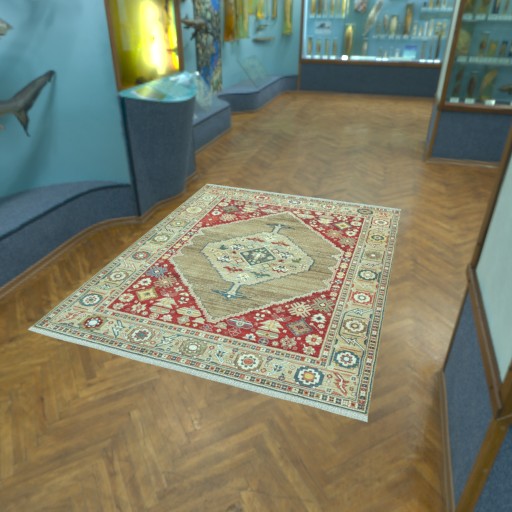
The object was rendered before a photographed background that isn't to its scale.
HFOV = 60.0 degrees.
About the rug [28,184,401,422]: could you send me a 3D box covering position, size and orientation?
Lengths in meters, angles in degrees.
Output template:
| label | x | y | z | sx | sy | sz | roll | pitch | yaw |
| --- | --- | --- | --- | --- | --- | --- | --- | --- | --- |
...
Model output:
| label | x | y | z | sx | sy | sz | roll | pitch | yaw |
| --- | --- | --- | --- | --- | --- | --- | --- | --- | --- |
| rug | 0.000 | 0.000 | 4.165 | 2.451 | 0.008 | 3.143 | 10 | 32 | 17 |
